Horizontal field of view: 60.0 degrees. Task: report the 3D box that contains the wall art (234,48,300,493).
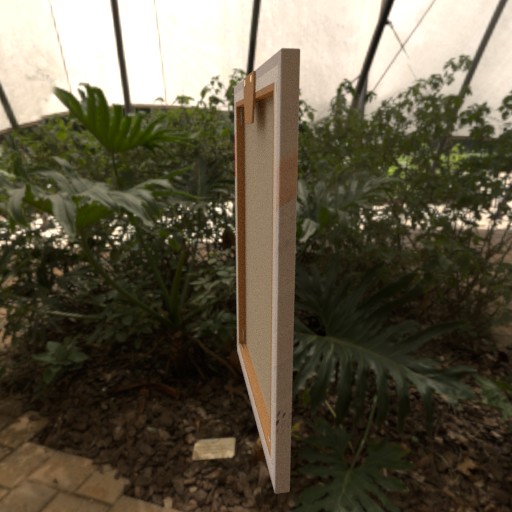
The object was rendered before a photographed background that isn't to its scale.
[{"bbox_3d":[0.000,0.000,1.323,0.045,1.014,0.759,-3,16,-9],"label":"wall art"}]
